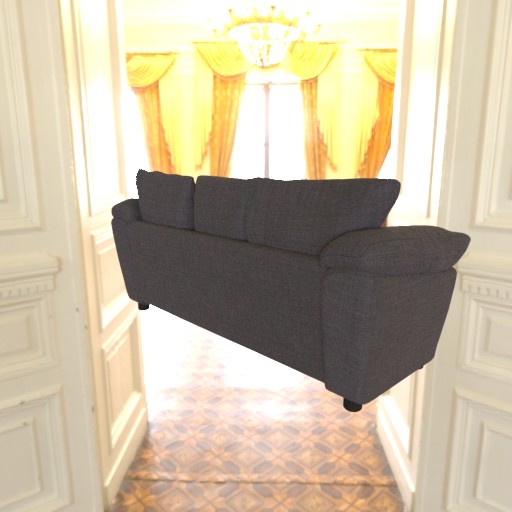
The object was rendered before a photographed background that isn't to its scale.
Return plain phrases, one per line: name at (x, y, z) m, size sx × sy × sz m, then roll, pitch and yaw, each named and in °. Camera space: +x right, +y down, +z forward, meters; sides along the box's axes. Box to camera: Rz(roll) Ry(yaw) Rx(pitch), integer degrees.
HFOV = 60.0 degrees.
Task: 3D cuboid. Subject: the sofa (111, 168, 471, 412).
sofa at (0.000, 0.000, 2.847) m, size 0.883 × 1.080 × 2.336 m, roll -12°, pitch 17°, yaw -42°
